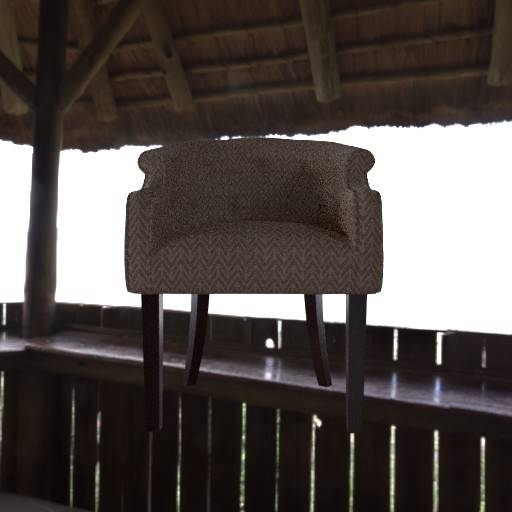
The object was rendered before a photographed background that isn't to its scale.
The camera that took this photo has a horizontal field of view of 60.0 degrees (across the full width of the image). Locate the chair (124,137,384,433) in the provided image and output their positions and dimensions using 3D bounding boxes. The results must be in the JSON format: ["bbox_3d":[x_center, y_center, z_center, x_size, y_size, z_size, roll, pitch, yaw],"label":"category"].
[{"bbox_3d":[0.000,0.000,1.335,0.686,0.858,0.613,0,-1,1],"label":"chair"}]
